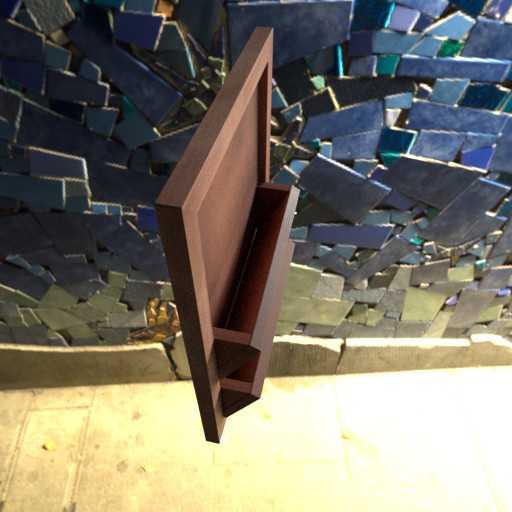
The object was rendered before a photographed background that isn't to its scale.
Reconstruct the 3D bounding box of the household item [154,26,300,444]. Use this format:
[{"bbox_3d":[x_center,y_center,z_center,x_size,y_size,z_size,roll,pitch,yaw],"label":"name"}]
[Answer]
[{"bbox_3d":[0.000,0.000,0.532,0.067,0.407,0.310,9,48,8],"label":"household item"}]
